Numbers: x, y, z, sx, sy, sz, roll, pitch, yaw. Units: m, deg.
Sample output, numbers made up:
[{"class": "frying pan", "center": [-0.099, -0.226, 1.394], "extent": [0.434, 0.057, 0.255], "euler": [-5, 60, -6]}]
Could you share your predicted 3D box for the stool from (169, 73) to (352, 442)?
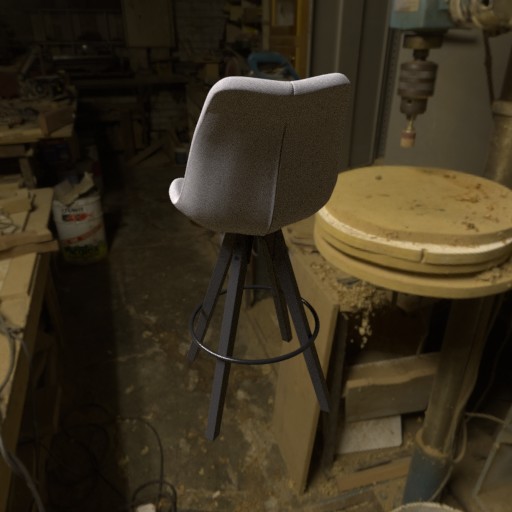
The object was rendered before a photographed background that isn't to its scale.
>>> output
[{"class": "stool", "center": [0.000, 0.000, 1.403], "extent": [0.485, 1.115, 0.550], "euler": [-8, 29, -15]}]
